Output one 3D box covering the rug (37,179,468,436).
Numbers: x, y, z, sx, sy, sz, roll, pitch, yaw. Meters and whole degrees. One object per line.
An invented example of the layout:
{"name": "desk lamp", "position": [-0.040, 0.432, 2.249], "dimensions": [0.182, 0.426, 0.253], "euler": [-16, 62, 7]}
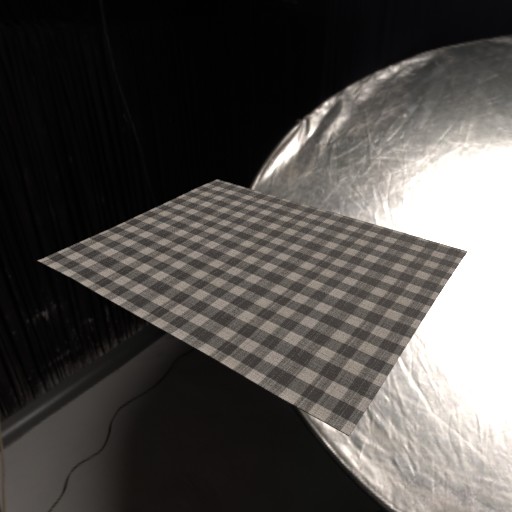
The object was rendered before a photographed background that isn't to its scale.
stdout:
{"name": "rug", "position": [0.000, 0.000, 3.971], "dimensions": [3.021, 0.013, 2.432], "euler": [21, 37, 31]}
